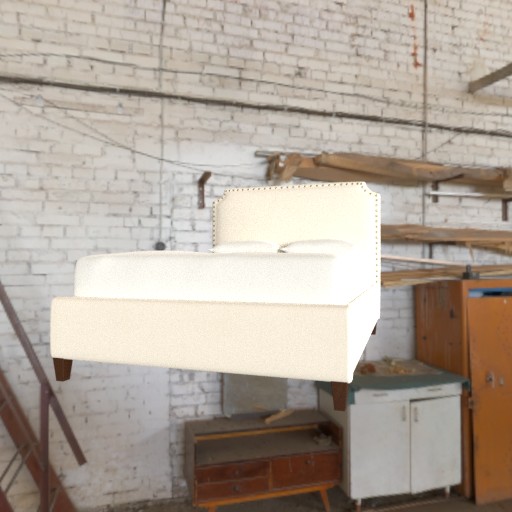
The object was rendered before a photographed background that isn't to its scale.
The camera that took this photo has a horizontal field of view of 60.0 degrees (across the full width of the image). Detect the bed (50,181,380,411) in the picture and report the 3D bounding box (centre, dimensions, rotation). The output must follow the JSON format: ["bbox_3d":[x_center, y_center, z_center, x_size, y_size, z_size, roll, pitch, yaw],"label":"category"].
[{"bbox_3d":[0.000,0.000,3.362,1.712,1.443,2.365,0,-1,18],"label":"bed"}]
